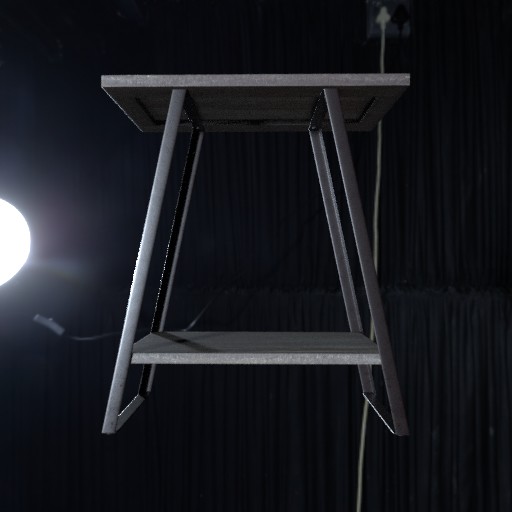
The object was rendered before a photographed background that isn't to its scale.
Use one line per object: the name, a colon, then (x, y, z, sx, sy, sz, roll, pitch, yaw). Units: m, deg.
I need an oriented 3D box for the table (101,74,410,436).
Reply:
table: (0.000, 0.000, 1.004, 0.599, 0.701, 0.300, 0, -1, 1)
